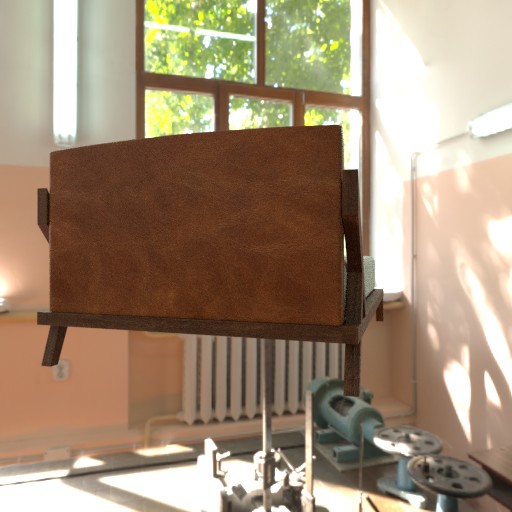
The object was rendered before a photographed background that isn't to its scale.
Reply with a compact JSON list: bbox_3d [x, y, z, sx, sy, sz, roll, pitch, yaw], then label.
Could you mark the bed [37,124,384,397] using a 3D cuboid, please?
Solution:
[{"bbox_3d":[0.000,0.000,3.161,1.651,1.168,2.311,0,0,19],"label":"bed"}]
